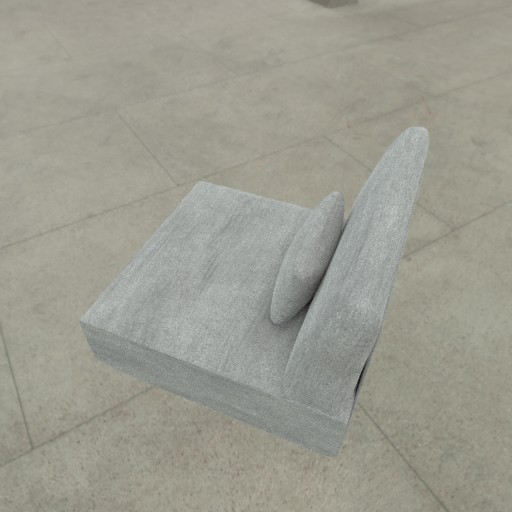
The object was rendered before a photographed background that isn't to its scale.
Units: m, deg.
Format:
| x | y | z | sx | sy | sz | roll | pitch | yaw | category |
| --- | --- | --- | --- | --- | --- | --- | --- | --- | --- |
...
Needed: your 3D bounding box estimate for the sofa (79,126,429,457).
| x | y | z | sx | sy | sz | roll | pitch | yaw | category |
| --- | --- | --- | --- | --- | --- | --- | --- | --- | --- |
| 0.000 | 0.000 | 1.687 | 1.000 | 0.820 | 0.930 | 17 | 48 | 16 | sofa |
